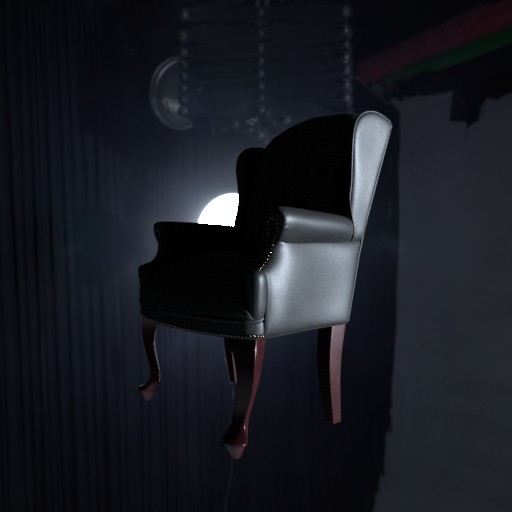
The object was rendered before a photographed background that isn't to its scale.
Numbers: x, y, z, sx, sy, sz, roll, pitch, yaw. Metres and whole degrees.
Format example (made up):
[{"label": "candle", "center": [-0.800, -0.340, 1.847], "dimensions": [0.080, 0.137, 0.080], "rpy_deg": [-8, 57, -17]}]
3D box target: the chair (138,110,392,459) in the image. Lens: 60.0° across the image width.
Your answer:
[{"label": "chair", "center": [0.000, 0.000, 1.653], "dimensions": [0.762, 1.111, 0.838], "rpy_deg": [0, 1, -37]}]
